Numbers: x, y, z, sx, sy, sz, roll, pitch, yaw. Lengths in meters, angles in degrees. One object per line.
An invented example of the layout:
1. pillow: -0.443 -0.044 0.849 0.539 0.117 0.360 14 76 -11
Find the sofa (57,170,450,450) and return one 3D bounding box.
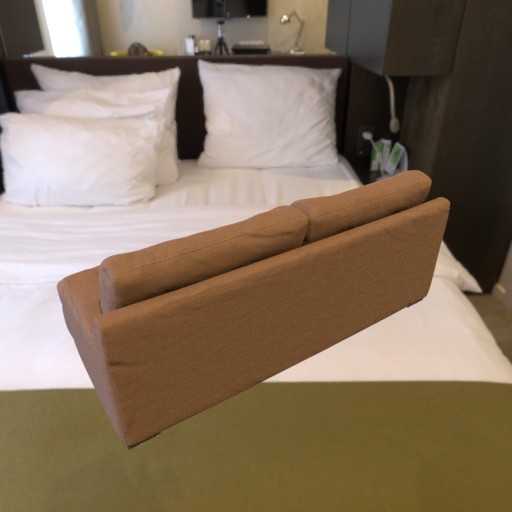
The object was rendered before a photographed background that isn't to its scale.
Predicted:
1. sofa: 0.000 0.000 2.816 2.274 0.950 1.140 -19 35 -29
